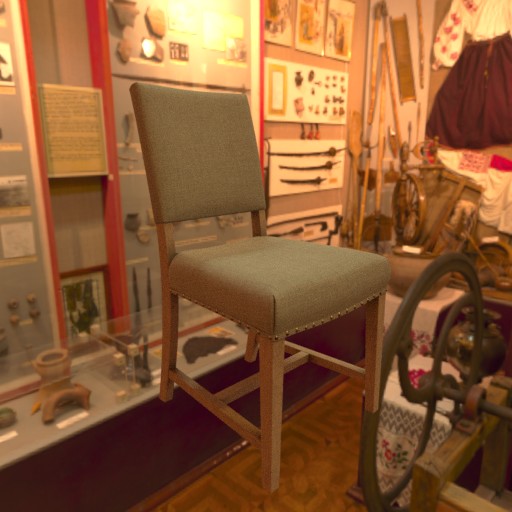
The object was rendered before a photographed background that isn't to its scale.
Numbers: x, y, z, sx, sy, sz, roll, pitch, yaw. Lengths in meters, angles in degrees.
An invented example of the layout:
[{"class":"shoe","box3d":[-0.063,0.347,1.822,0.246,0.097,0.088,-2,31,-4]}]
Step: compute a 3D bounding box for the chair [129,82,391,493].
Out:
[{"class":"chair","box3d":[0.000,0.000,1.324,0.508,0.986,0.622,-13,19,-43]}]
